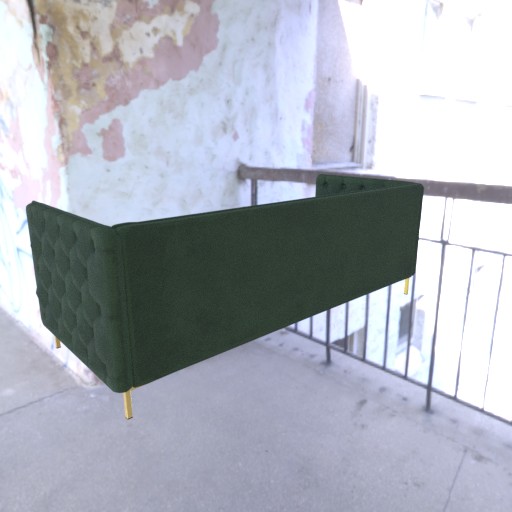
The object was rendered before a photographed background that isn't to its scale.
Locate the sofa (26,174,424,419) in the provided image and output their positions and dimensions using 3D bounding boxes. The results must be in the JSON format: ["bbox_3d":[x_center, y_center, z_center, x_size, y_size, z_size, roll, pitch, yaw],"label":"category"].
[{"bbox_3d":[0.000,0.000,2.574,2.209,0.771,0.895,-14,21,-40],"label":"sofa"}]
